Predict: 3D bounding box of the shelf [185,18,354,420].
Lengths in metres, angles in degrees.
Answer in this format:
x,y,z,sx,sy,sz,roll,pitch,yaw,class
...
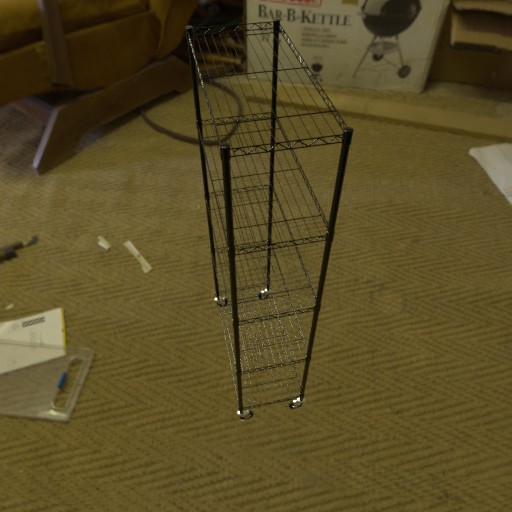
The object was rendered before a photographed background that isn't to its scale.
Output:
x,y,z,sx,sy,sz,roll,pitch,yaw,class
0.000,0.000,1.922,0.356,1.645,0.762,-9,49,-8,shelf
